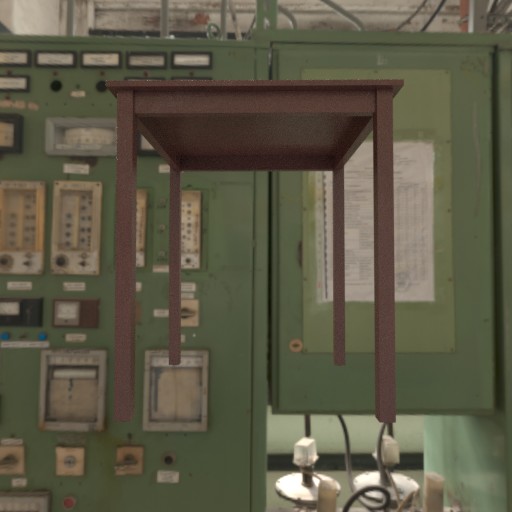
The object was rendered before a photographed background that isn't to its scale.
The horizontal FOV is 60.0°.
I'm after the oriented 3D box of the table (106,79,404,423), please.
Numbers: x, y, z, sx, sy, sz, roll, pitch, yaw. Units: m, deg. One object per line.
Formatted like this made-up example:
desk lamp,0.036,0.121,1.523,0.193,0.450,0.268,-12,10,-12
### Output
table,0.000,0.000,1.695,0.861,0.991,0.861,0,-2,1
